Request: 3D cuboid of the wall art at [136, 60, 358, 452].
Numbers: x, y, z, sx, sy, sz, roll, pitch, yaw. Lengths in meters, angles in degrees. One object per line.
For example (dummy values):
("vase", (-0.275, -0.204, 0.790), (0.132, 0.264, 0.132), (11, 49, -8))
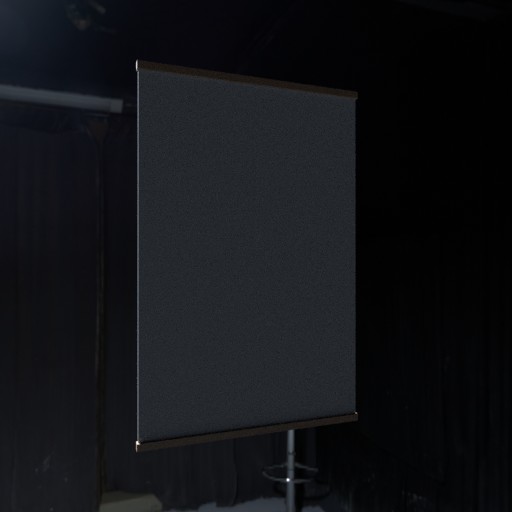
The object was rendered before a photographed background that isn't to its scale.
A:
("wall art", (0.000, 0.000, 1.898), (0.990, 1.519, 0.030), (0, 0, -20))
